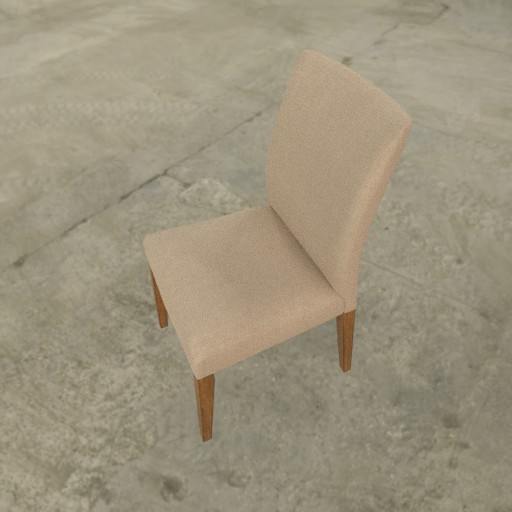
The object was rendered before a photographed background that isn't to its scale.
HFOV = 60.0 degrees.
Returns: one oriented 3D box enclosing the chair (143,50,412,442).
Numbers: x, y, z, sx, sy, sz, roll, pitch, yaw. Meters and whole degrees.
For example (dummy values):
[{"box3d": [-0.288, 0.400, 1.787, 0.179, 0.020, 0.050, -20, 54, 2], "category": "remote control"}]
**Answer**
[{"box3d": [0.000, 0.000, 1.277, 0.585, 0.940, 0.496, -18, 48, -17], "category": "chair"}]
